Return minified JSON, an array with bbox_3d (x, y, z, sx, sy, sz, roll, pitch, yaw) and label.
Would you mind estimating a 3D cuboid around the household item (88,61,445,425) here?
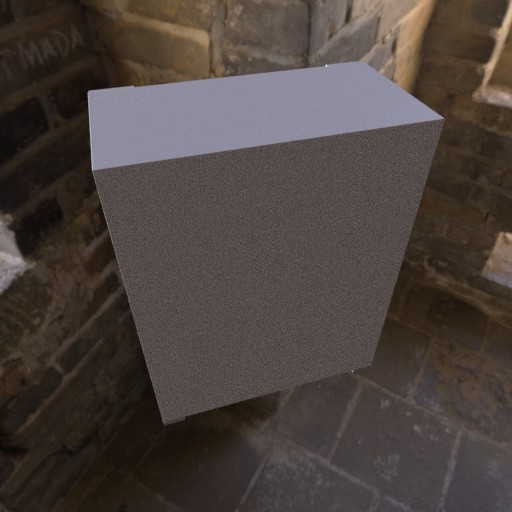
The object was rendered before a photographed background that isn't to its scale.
[{"bbox_3d":[0.000,0.000,1.430,0.790,1.010,0.420,-11,43,-13],"label":"household item"}]
